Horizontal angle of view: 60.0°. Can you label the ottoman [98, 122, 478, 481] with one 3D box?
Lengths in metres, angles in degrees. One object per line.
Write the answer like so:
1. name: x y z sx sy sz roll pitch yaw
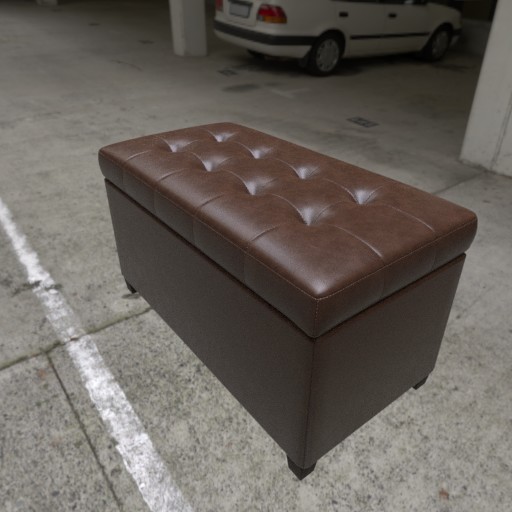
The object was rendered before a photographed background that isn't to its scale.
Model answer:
1. ottoman: 0.000 0.000 1.103 0.432 0.470 0.838 -22 38 -31
